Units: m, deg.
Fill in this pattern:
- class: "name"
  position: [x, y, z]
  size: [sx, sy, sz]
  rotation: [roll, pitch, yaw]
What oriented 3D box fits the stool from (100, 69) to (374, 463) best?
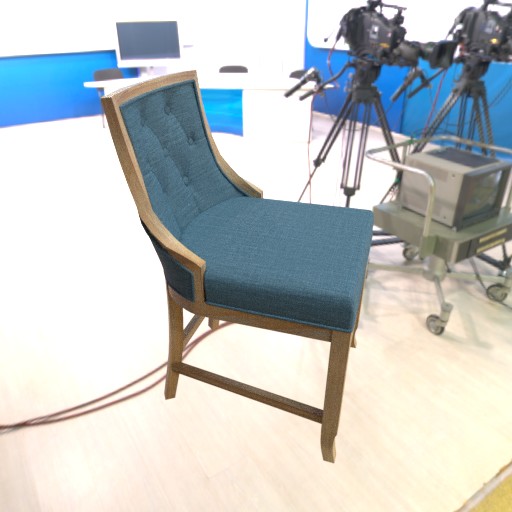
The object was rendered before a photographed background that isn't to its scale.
- class: "stool"
  position: [0.000, 0.000, 1.293]
  size: [0.626, 0.938, 0.524]
  rotation: [9, 32, 15]
